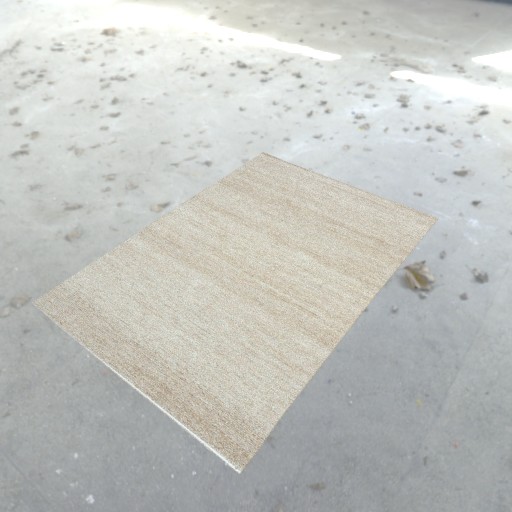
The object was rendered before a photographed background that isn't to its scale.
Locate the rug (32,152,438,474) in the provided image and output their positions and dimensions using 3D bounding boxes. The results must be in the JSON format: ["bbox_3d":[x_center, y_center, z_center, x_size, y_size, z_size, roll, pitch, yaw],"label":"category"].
[{"bbox_3d":[0.000,0.000,2.918,1.596,0.030,2.283,28,49,27],"label":"rug"}]
